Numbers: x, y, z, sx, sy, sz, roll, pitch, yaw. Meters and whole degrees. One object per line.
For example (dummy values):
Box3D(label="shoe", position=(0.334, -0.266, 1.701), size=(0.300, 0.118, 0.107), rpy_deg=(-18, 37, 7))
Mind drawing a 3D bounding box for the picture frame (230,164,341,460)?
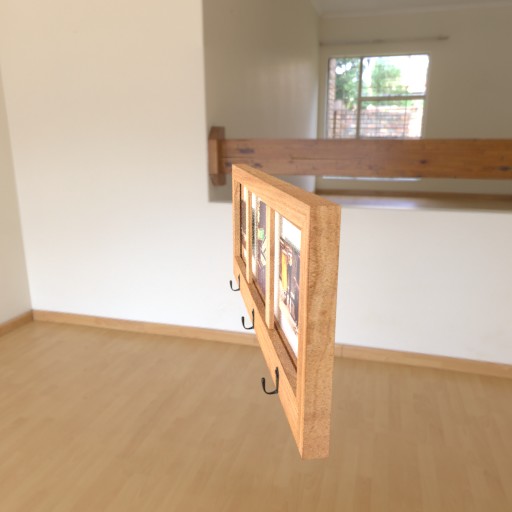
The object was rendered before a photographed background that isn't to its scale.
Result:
Box3D(label="picture frame", position=(0.000, 0.000, 0.654), size=(0.045, 0.234, 0.582), rpy_deg=(-2, 15, -9))
